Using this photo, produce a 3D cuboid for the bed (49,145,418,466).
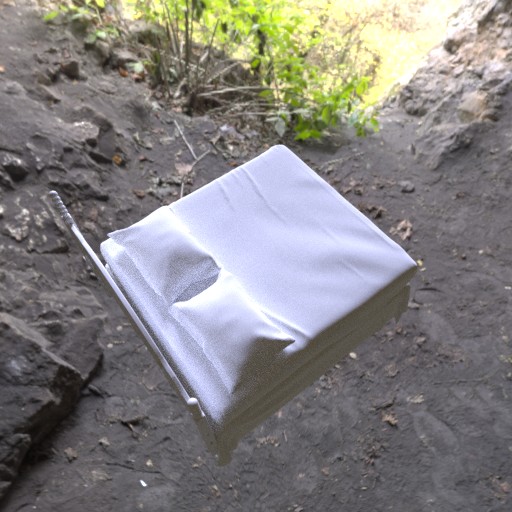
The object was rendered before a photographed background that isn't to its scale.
[{"bbox_3d":[0.000,0.000,3.293,2.040,1.356,1.873,-33,63,-19],"label":"bed"}]
